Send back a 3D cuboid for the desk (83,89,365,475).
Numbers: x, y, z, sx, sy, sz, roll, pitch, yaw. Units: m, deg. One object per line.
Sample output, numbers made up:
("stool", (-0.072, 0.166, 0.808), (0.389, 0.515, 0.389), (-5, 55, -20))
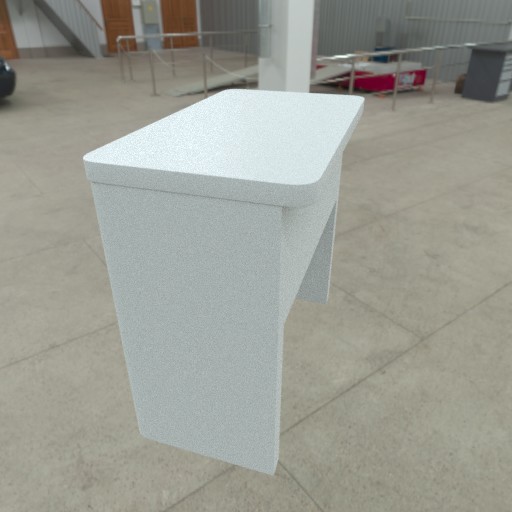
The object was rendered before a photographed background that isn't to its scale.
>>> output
("desk", (0.000, 0.000, 1.263), (0.446, 0.760, 0.790), (9, 31, 15))
